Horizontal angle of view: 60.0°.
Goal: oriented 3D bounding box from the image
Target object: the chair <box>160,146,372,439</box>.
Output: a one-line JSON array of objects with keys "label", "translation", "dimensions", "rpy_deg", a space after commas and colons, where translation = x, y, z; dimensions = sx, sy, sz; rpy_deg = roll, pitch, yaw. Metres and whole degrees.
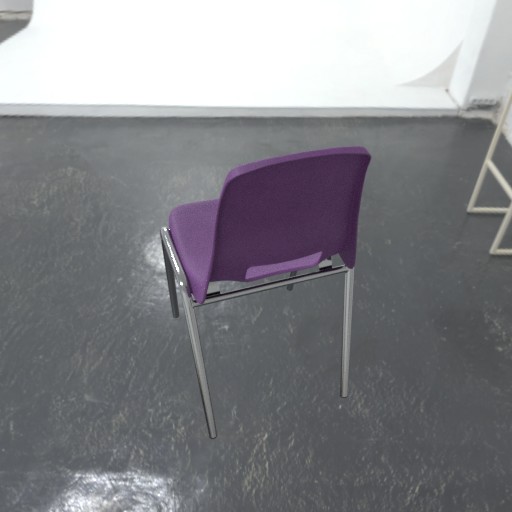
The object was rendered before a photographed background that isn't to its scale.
[{"label": "chair", "translation": [0.000, 0.000, 0.979], "dimensions": [0.381, 0.704, 0.432], "rpy_deg": [-12, 42, -14]}]
